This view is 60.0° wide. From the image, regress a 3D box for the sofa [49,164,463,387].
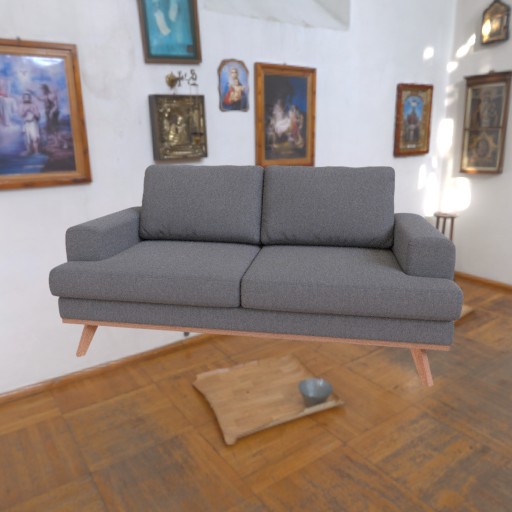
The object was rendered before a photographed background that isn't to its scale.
[{"bbox_3d":[0.000,0.000,2.073,1.650,0.810,0.785,2,15,9],"label":"sofa"}]
